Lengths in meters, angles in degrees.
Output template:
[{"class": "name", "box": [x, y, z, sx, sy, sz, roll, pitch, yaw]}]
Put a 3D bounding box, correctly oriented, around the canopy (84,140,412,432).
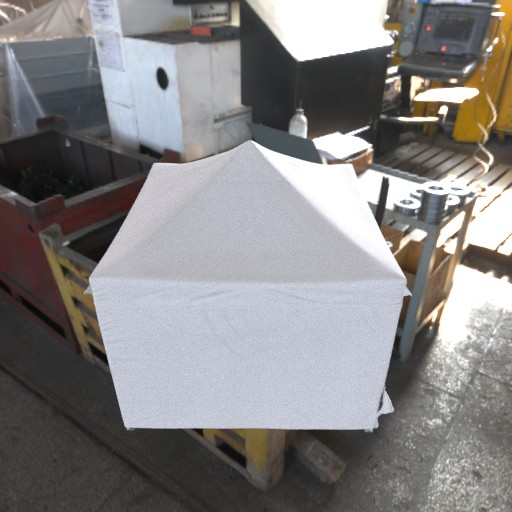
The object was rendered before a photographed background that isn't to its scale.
[{"class": "canopy", "box": [0.000, 0.000, 5.623, 3.121, 2.997, 3.043, 0, 33, 0]}]
